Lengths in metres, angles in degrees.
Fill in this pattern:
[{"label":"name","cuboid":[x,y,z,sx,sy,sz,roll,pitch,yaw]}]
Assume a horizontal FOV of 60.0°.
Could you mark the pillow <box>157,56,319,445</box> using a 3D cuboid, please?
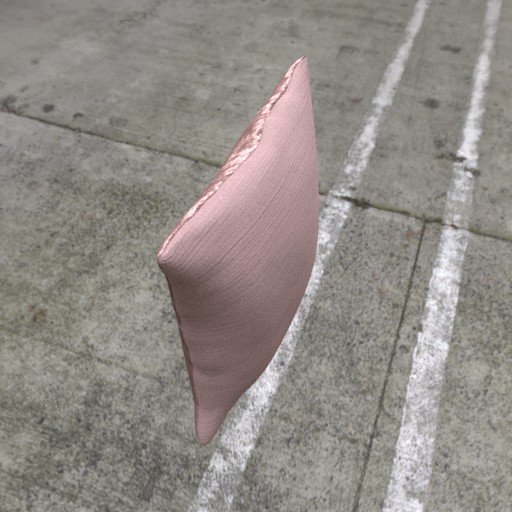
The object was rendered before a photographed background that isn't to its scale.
[{"label":"pillow","cuboid":[0.000,0.000,0.720,0.175,0.464,0.470,16,49,15]}]
